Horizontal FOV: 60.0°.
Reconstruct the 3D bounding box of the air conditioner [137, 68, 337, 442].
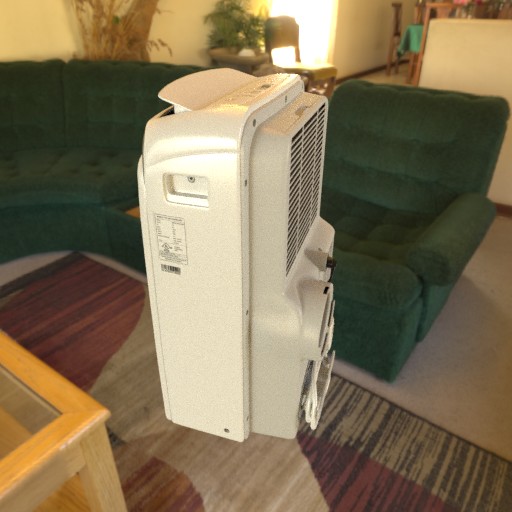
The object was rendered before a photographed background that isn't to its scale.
[{"bbox_3d":[0.000,0.000,1.048,0.414,0.786,0.449,9,32,16],"label":"air conditioner"}]
